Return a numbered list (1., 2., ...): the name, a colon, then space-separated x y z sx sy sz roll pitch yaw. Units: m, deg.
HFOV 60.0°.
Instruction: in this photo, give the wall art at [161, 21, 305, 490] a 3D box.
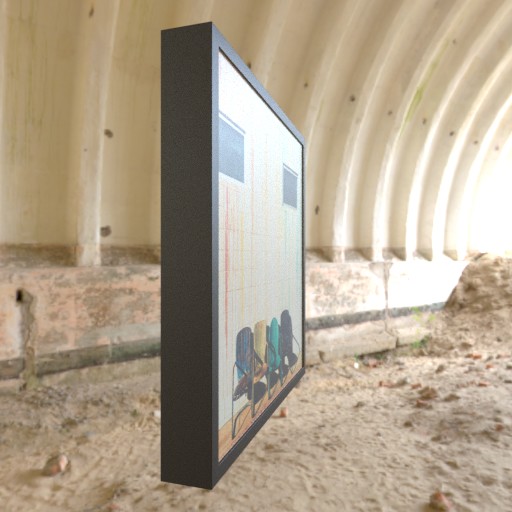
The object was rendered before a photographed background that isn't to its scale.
1. wall art: 0.000 0.000 0.437 0.038 0.304 0.304 0 0 18
